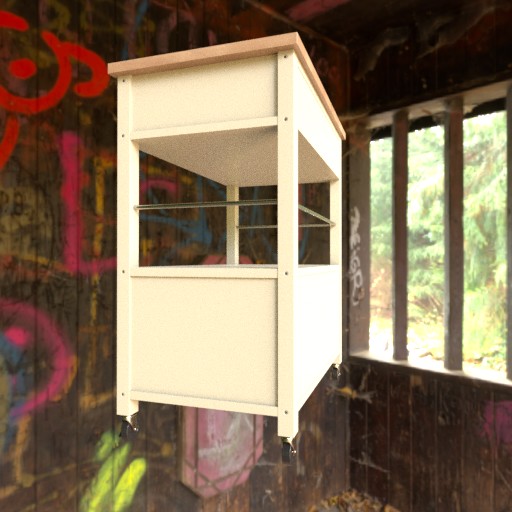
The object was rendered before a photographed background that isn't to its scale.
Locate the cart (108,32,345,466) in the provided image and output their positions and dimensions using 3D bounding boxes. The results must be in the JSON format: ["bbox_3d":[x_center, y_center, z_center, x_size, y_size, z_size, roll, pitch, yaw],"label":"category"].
[{"bbox_3d":[0.000,0.000,1.365,0.459,0.901,0.840,0,0,19],"label":"cart"}]
